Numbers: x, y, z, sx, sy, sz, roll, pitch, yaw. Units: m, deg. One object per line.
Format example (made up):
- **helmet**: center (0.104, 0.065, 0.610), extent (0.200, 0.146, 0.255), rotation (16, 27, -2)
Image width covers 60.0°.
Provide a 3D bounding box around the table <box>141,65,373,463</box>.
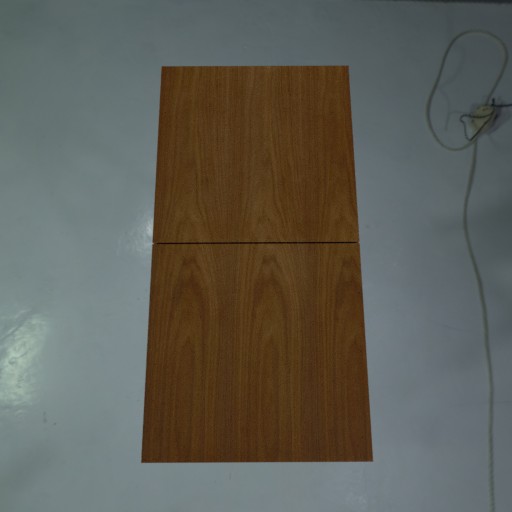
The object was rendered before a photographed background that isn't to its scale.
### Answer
- **table**: center (0.000, 0.000, 1.463), extent (0.610, 0.330, 1.194), rotation (0, 76, 0)
